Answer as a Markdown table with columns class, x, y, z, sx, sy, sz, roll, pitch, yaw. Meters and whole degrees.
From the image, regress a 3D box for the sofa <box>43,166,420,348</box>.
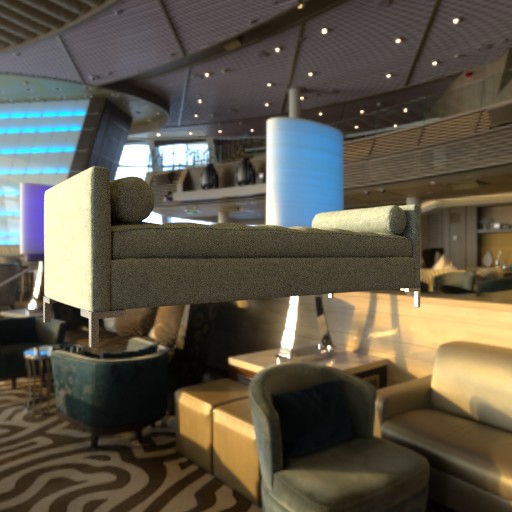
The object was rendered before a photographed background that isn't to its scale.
| class | x | y | z | sx | sy | sz | roll | pitch | yaw |
| --- | --- | --- | --- | --- | --- | --- | --- | --- | --- |
| sofa | 0.000 | 0.000 | 2.529 | 2.102 | 0.657 | 0.797 | 0 | 0 | -37 |
